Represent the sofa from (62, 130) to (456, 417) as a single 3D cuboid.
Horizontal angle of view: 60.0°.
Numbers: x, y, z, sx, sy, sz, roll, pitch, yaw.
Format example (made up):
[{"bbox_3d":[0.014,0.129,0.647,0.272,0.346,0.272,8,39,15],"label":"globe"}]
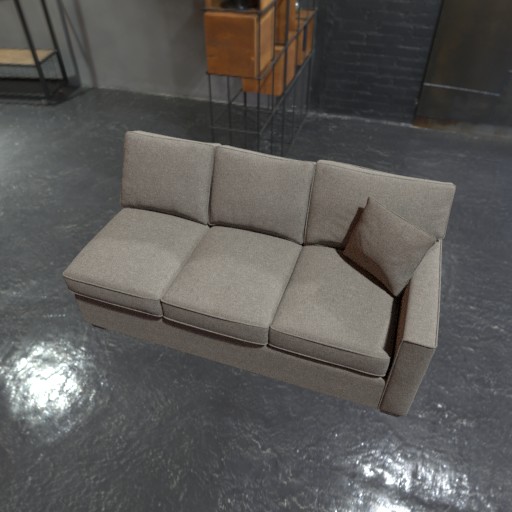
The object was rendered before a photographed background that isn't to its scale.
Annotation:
[{"bbox_3d":[0.000,0.000,2.561,1.963,0.946,1.034,13,43,14],"label":"sofa"}]
